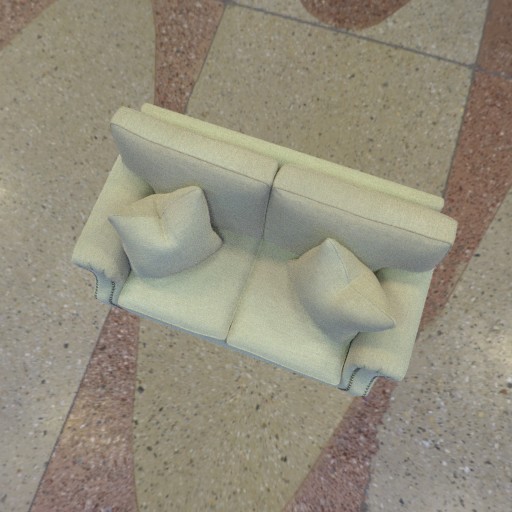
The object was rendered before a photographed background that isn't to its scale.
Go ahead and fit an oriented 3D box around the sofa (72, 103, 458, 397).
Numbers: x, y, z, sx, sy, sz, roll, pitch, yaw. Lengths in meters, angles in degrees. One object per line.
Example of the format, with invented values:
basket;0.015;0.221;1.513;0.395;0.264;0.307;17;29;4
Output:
sofa;0.000;0.000;2.286;1.701;0.966;0.966;19;76;5
